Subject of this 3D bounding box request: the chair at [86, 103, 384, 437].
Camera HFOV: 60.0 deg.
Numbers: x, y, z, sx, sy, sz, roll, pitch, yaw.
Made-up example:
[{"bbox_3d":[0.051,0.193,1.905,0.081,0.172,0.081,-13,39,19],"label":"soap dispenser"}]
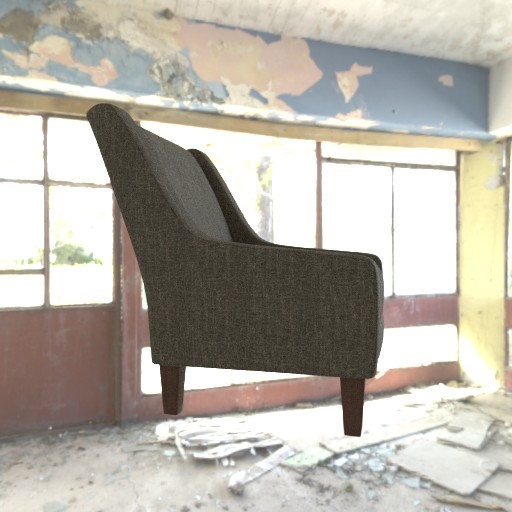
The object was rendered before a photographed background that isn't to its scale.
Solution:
[{"bbox_3d":[0.000,0.000,1.698,0.944,1.012,0.793,0,1,17],"label":"chair"}]
